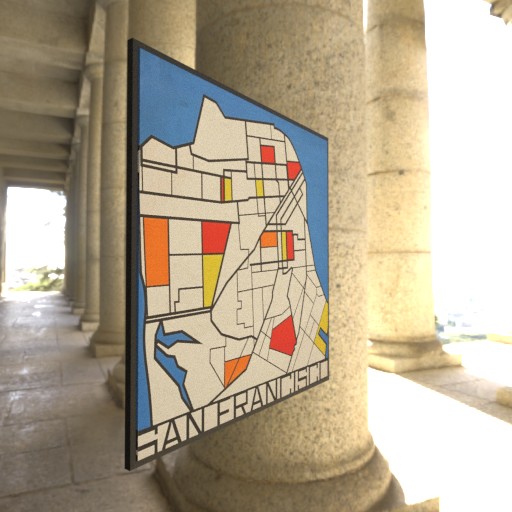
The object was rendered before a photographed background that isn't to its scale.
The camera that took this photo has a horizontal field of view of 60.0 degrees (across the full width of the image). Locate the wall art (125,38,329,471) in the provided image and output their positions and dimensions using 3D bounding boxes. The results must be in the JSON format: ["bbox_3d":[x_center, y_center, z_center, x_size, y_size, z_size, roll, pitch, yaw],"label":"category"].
[{"bbox_3d":[0.000,0.000,0.949,0.015,0.663,0.664,-1,-2,36],"label":"wall art"}]
